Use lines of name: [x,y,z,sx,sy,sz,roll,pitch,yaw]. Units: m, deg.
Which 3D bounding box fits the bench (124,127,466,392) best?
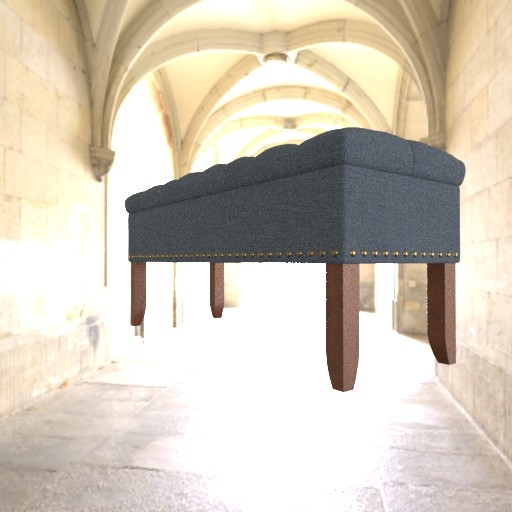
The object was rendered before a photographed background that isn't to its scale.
bench: [0.000,0.000,1.299,0.417,0.492,1.052,0,-1,-37]
